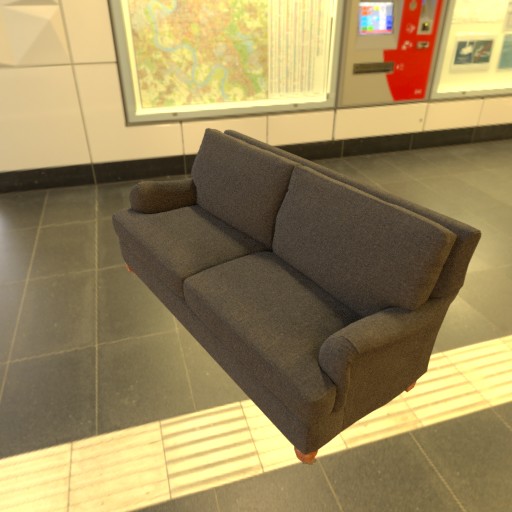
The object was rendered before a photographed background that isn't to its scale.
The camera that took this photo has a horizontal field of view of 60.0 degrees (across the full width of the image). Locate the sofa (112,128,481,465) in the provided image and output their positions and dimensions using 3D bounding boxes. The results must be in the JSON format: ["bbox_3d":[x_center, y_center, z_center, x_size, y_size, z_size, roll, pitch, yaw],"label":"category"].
[{"bbox_3d":[0.000,0.000,2.732,1.087,1.054,2.160,-21,37,-31],"label":"sofa"}]
